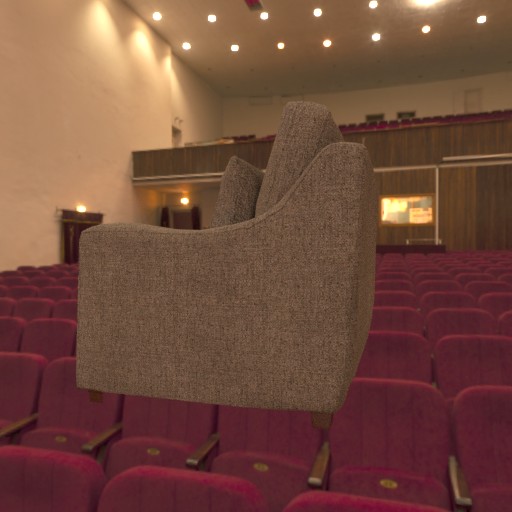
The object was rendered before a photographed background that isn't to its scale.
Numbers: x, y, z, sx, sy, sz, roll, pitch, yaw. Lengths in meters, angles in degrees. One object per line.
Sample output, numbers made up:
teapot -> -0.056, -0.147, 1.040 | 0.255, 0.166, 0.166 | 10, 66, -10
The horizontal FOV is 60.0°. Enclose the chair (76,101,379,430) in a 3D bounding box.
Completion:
chair -> 0.000, 0.000, 1.941 | 1.009, 1.037, 1.138 | 0, 0, 17
